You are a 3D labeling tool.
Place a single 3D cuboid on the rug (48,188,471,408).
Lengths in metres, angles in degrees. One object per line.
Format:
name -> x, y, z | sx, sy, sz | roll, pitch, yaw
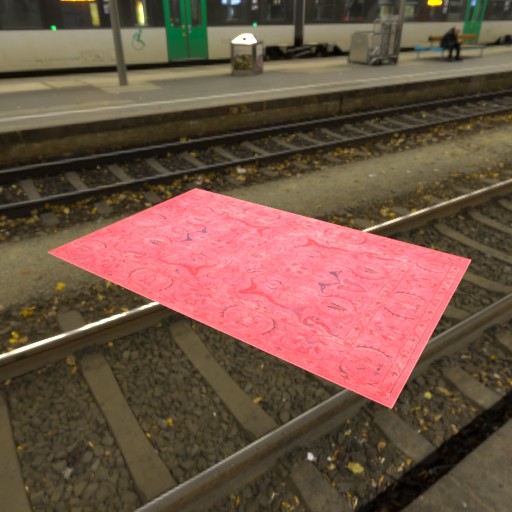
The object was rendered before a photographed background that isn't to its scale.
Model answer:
rug -> 0.000, 0.000, 2.999 | 2.423, 0.010, 1.534 | 18, 34, 30
